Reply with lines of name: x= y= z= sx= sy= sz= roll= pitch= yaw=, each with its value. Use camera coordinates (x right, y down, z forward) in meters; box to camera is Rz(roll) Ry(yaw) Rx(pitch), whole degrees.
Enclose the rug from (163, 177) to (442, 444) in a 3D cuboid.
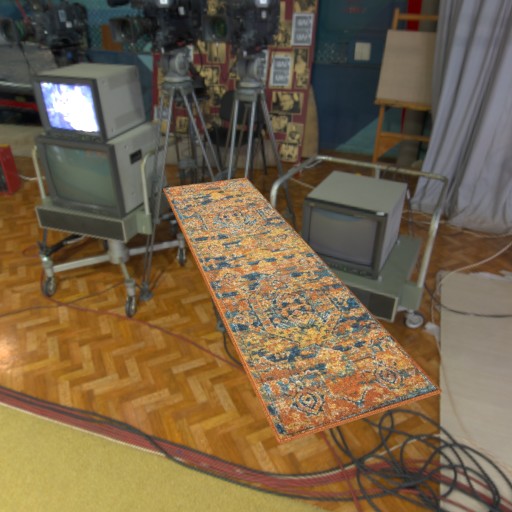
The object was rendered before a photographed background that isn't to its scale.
rug: x=0.000 y=0.000 z=2.452 sx=0.651 sy=0.016 sz=2.274 roll=-10 pitch=33 yaw=-17
